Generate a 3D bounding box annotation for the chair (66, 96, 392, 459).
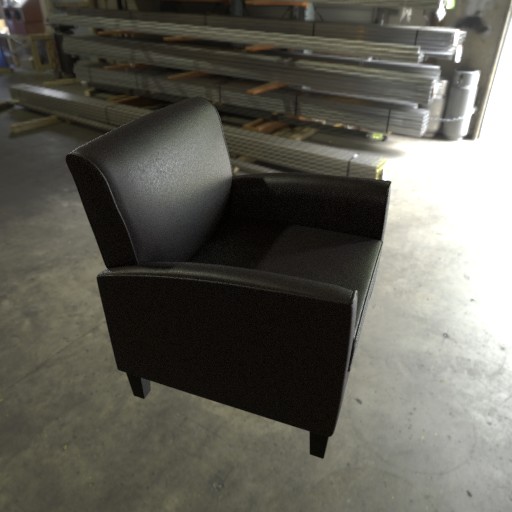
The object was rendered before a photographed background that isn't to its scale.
[{"bbox_3d":[0.000,0.000,1.572,0.819,0.916,0.820,11,34,18],"label":"chair"}]
